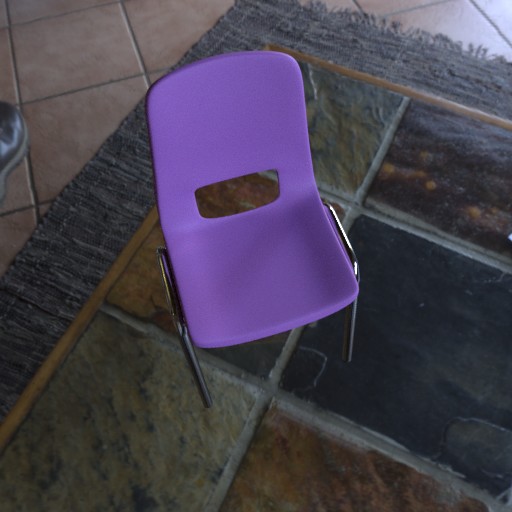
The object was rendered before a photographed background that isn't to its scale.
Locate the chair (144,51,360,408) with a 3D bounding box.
[{"bbox_3d":[0.000,0.000,0.675,0.291,0.493,0.301,-16,64,-8],"label":"chair"}]
